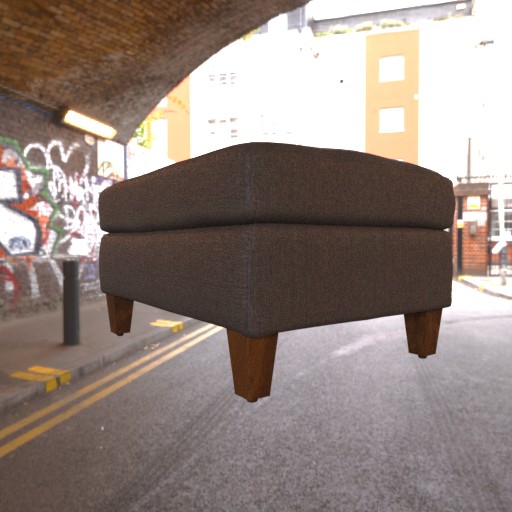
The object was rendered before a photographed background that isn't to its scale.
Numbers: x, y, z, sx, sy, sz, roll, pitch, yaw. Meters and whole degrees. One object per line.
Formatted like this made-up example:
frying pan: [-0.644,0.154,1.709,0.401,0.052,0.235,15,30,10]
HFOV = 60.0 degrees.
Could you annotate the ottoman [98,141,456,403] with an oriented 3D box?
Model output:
ottoman: [0.000,0.000,1.218,0.639,0.496,0.826,-1,2,-36]
